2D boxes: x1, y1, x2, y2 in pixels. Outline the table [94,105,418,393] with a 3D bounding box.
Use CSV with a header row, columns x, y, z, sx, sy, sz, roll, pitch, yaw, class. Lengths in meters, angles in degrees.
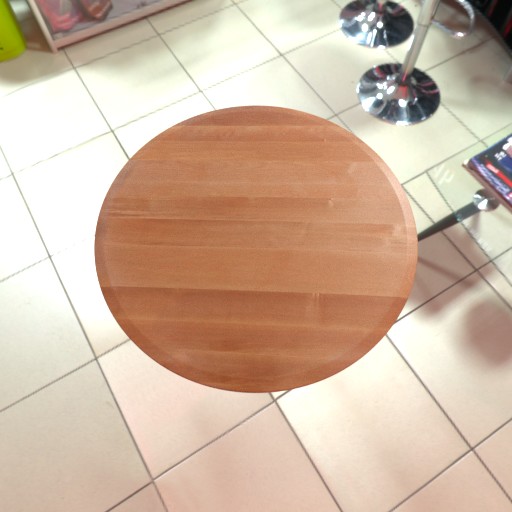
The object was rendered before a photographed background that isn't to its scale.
x,y,z,sx,sy,sz,roll,pitch,yaw,class
0.000,0.000,1.421,0.900,0.400,0.900,0,65,0,table
